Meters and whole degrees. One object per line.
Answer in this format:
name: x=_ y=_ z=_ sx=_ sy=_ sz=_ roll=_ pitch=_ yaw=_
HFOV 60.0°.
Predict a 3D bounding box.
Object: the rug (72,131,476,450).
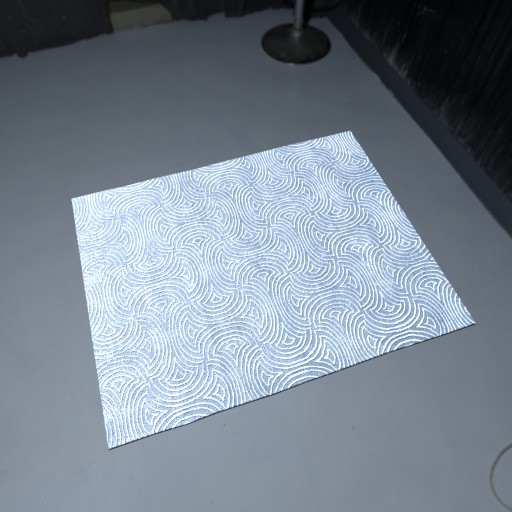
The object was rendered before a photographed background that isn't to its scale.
rug: x=0.000 y=0.000 z=4.043 sx=3.042 sy=0.021 sz=2.456 roll=-16 pitch=59 yaw=-10
